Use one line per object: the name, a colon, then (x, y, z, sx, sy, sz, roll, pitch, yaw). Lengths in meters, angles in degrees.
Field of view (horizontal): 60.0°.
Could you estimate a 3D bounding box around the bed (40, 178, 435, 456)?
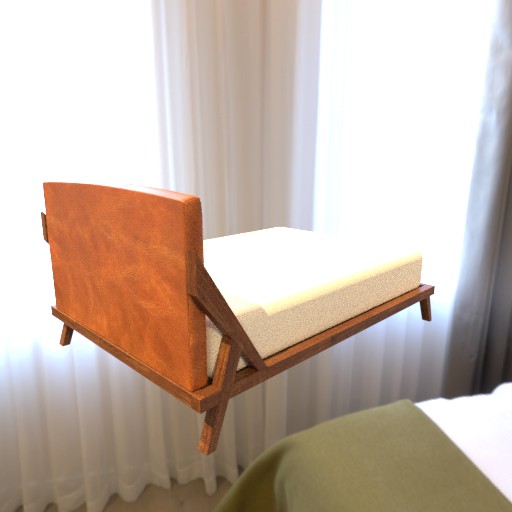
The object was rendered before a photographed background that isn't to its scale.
bed: (0.000, 0.000, 3.178, 2.311, 1.168, 1.651, -13, 19, -43)
